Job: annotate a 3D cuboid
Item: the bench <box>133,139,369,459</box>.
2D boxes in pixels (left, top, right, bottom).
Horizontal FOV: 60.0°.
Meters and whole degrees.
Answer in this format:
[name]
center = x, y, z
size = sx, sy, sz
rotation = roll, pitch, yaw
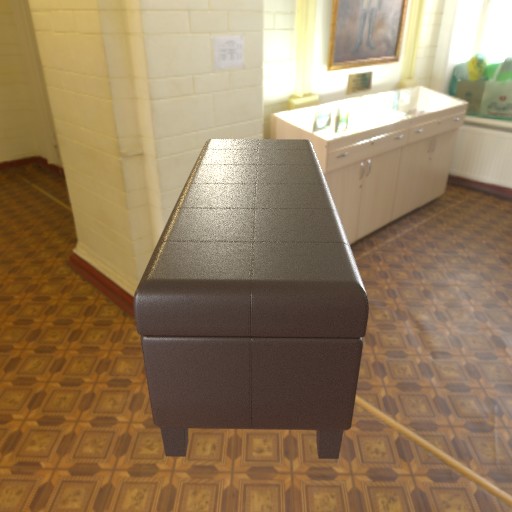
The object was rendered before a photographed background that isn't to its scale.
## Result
[bench]
center = 0.000, 0.000, 1.344
size = 0.429, 0.457, 1.092
rotation = 0, 28, 1
